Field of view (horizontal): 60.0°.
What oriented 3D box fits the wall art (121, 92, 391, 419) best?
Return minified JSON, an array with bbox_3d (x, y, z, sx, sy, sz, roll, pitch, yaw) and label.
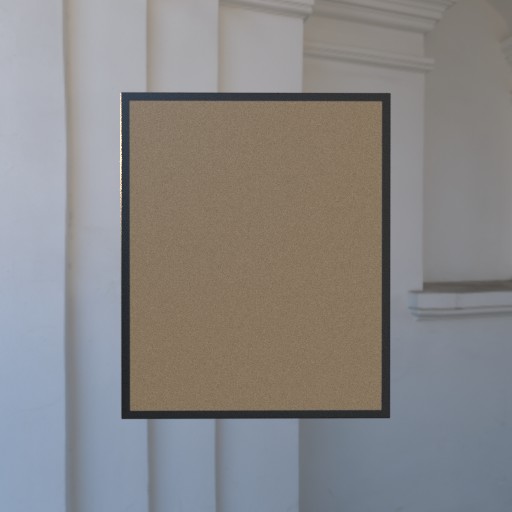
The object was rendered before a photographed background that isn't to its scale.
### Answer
[{"bbox_3d":[0.000,0.000,0.798,0.481,0.582,0.018,0,0,0],"label":"wall art"}]
